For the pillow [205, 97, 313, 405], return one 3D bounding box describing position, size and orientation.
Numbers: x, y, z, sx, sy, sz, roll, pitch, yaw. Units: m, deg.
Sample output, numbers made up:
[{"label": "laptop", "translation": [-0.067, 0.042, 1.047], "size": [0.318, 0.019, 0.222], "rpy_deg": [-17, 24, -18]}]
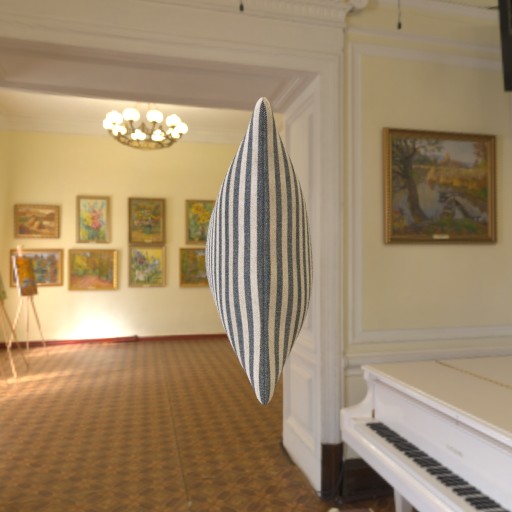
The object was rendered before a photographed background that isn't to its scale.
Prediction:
[{"label": "pillow", "translation": [0.000, 0.000, 0.724], "size": [0.151, 0.295, 0.617], "rpy_deg": [0, -1, -1]}]
